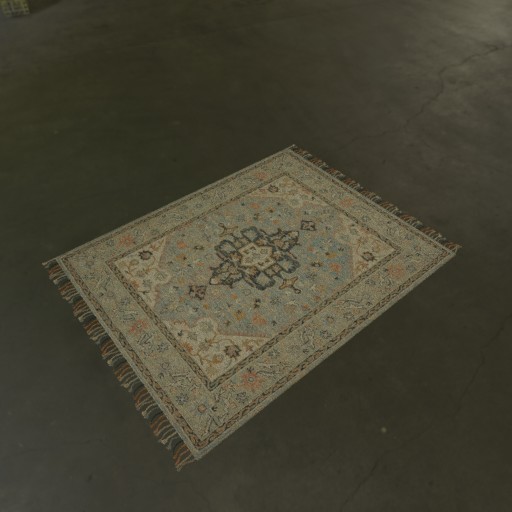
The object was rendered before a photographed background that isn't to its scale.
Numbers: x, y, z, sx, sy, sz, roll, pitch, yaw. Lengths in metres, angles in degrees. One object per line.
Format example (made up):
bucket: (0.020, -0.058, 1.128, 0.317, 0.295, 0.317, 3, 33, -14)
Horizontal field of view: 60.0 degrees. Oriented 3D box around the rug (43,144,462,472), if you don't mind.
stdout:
rug: (0.000, 0.000, 4.182, 3.221, 0.011, 2.379, -31, 53, -26)
